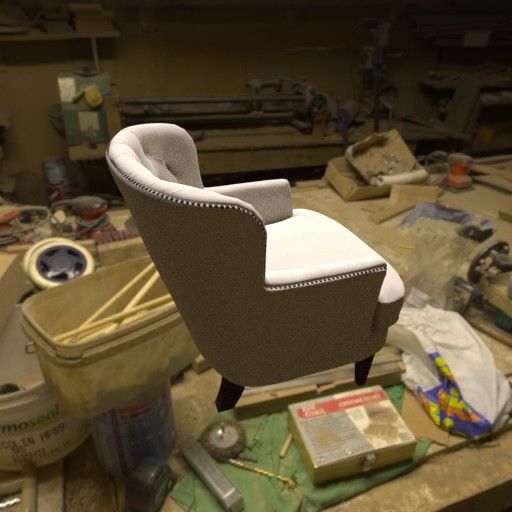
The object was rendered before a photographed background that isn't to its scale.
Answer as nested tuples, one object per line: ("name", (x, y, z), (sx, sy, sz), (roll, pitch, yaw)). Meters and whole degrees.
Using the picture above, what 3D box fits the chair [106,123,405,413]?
("chair", (0.000, 0.000, 1.595), (0.906, 0.868, 0.848), (-10, 31, -17))
